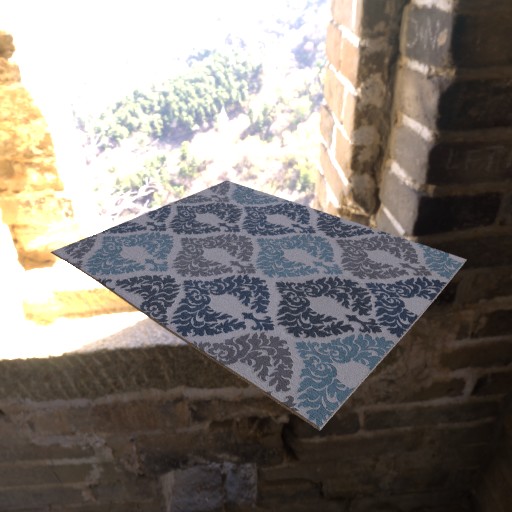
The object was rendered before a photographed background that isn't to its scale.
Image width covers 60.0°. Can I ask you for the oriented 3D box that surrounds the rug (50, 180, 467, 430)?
[{"bbox_3d":[0.000,0.000,4.117,3.040,0.014,2.423,24,38,34],"label":"rug"}]
